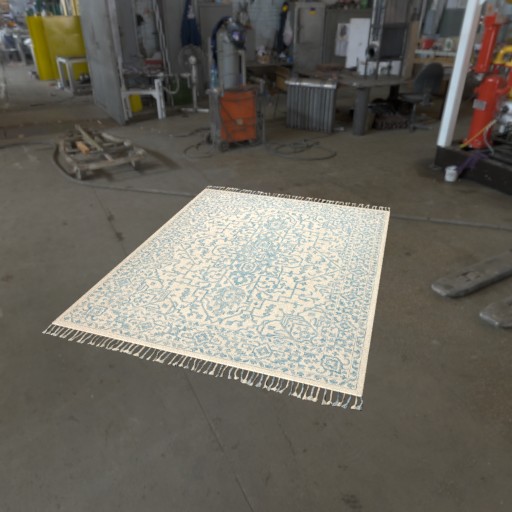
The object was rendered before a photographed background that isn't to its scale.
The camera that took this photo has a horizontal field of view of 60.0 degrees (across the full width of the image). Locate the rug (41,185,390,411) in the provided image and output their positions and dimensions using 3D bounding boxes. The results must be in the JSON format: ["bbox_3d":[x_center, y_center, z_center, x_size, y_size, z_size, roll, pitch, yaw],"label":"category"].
[{"bbox_3d":[0.000,0.000,4.463,2.464,0.010,3.327,9,31,15],"label":"rug"}]
